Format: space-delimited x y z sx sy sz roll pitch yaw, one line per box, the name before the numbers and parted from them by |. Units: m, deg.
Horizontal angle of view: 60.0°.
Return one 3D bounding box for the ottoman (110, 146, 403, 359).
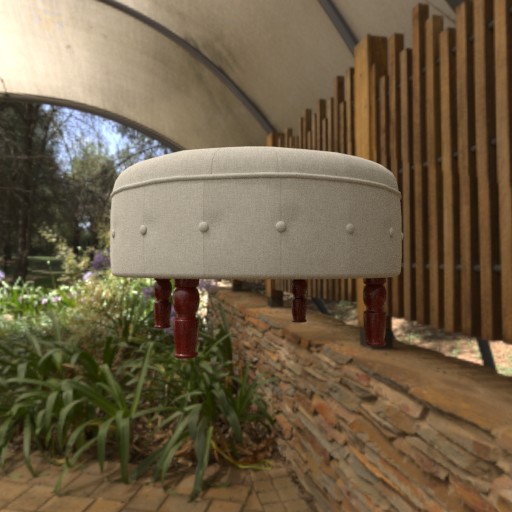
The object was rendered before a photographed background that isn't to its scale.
ottoman | 0.000 0.000 1.357 0.850 0.483 0.850 0 -1 0
